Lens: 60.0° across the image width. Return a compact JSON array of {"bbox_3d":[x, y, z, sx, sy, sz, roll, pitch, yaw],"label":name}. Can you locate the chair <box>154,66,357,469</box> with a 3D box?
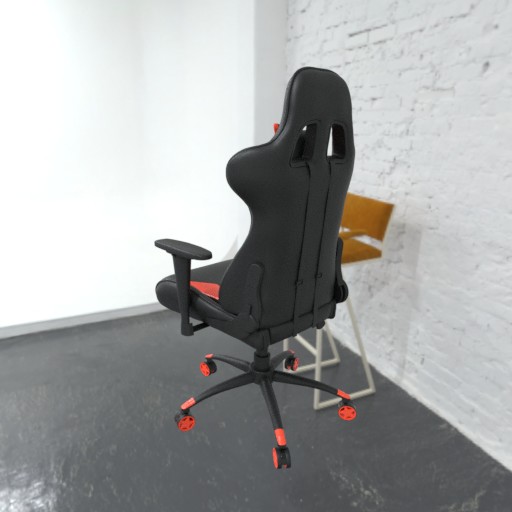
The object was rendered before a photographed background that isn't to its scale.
[{"bbox_3d":[0.000,0.000,1.689,0.695,1.282,0.730,-15,22,-42],"label":"chair"}]
